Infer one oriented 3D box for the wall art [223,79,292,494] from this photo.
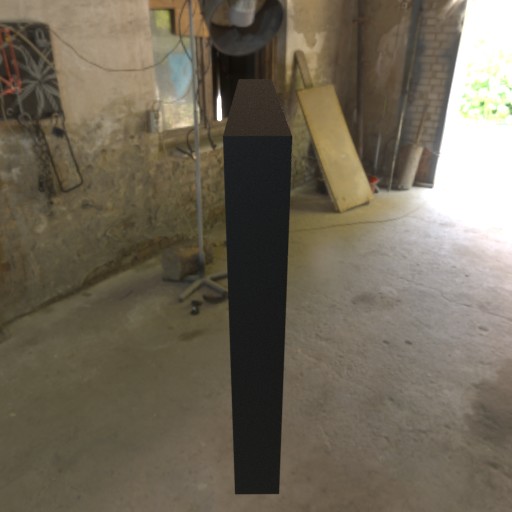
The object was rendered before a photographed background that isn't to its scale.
[{"bbox_3d":[0.000,0.000,0.447,0.038,0.304,0.305,0,27,0],"label":"wall art"}]
